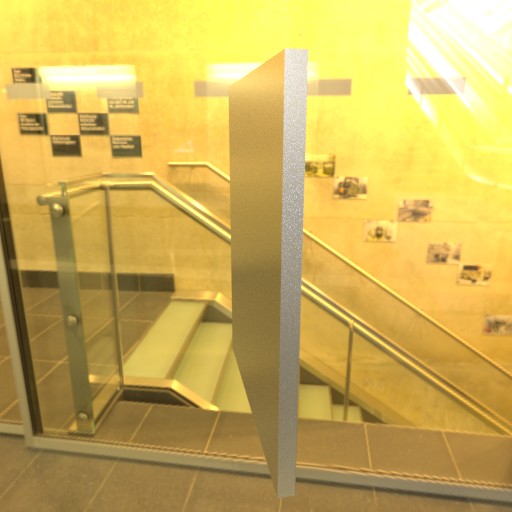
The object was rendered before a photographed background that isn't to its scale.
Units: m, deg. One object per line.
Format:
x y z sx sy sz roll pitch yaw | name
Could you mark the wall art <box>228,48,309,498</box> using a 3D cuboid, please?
0.000 0.000 0.745 0.025 0.569 0.444 -3 16 -10 | wall art
